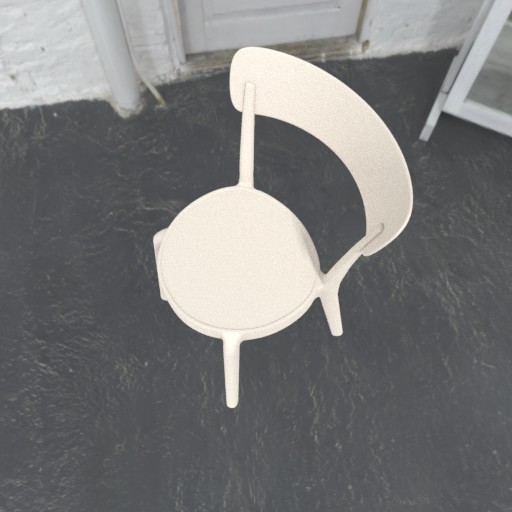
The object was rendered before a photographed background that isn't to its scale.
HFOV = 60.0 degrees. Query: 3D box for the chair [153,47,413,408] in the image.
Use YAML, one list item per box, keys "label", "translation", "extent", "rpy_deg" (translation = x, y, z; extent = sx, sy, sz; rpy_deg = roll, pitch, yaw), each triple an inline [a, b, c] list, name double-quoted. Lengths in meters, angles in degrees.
- label: "chair"
  translation: [0.000, 0.000, 1.128]
  extent: [0.491, 0.790, 0.506]
  rpy_deg: [-31, 67, -14]
